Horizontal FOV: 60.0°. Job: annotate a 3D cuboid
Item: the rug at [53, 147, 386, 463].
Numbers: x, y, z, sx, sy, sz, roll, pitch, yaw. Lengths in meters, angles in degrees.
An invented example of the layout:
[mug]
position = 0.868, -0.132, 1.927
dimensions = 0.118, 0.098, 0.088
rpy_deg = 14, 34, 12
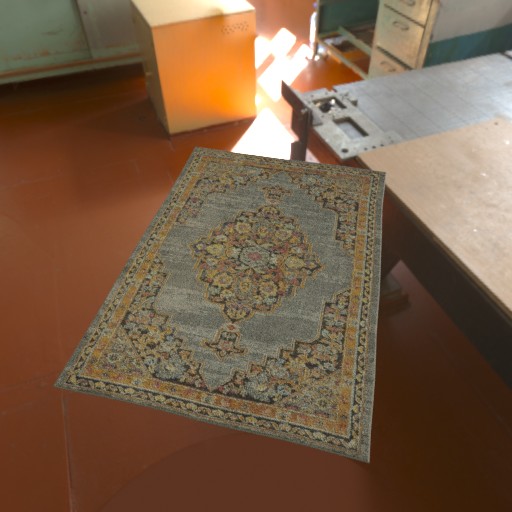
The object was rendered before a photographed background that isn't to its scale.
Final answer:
[rug]
position = 0.000, 0.000, 3.898
dimensions = 2.158, 0.024, 3.063
rpy_deg = 10, 47, 9
